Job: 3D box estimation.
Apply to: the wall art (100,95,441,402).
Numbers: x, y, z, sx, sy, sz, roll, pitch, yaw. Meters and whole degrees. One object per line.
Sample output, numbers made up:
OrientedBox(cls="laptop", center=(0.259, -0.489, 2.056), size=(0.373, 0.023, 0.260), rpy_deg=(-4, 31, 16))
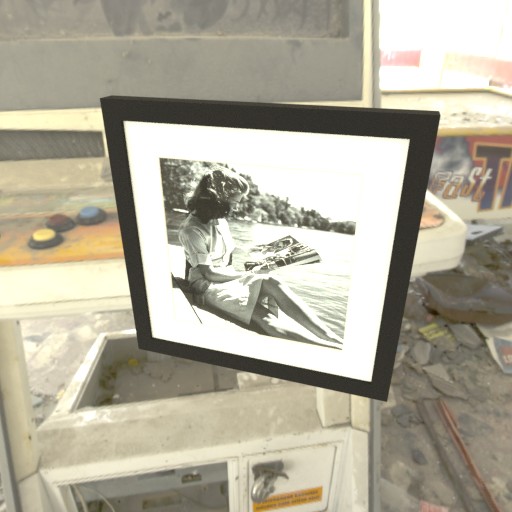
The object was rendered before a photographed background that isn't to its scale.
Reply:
OrientedBox(cls="wall art", center=(0.000, 0.000, 0.698), size=(0.462, 0.458, 0.030), rpy_deg=(8, 29, 15))
